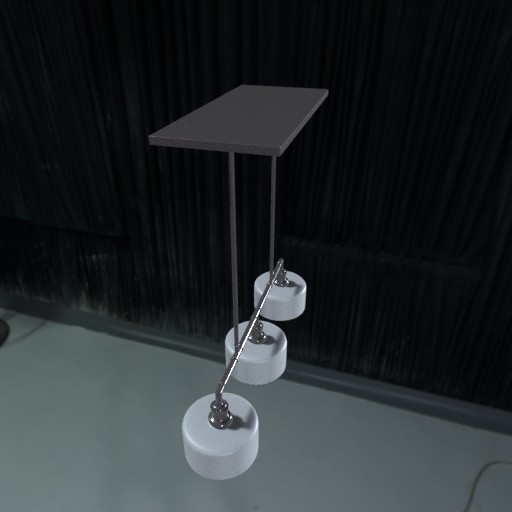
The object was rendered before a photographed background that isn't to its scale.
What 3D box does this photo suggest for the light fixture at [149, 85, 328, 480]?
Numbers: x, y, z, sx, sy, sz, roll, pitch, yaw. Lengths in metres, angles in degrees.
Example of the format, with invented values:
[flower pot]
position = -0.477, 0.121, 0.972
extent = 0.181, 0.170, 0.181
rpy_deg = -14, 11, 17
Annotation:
[light fixture]
position = 0.000, 0.000, 0.859
extent = 0.177, 0.557, 0.582
rpy_deg = 8, 32, 14
